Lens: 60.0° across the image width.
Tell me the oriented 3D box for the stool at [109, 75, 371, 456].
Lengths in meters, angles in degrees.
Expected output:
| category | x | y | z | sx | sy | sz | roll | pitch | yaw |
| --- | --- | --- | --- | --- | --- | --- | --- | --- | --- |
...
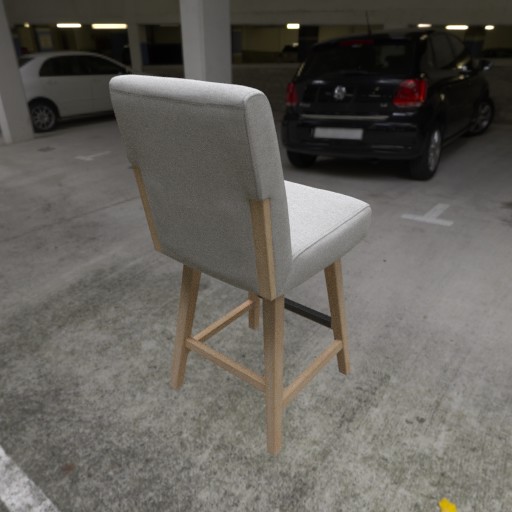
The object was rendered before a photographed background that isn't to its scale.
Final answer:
| category | x | y | z | sx | sy | sz | roll | pitch | yaw |
| --- | --- | --- | --- | --- | --- | --- | --- | --- | --- |
| stool | 0.000 | 0.000 | 1.397 | 0.507 | 1.085 | 0.606 | 20 | 34 | 34 |
